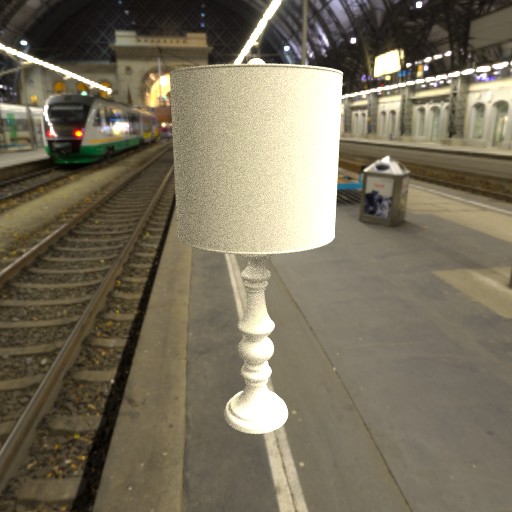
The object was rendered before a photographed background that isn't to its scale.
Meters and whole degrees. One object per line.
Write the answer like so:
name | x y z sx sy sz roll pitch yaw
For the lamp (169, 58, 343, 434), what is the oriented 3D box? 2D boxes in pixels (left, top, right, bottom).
lamp | 0.000 0.000 0.727 0.250 0.597 0.250 -9 18 -27
